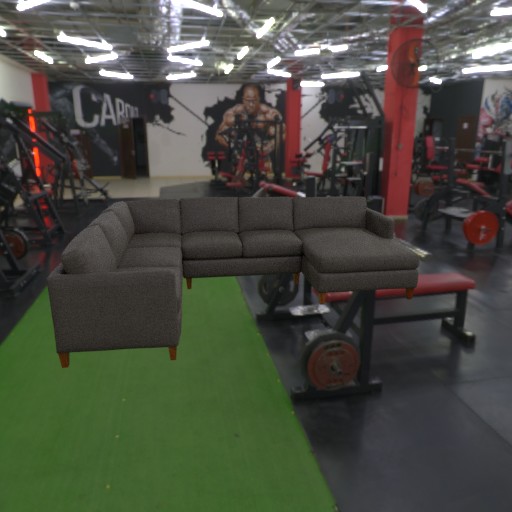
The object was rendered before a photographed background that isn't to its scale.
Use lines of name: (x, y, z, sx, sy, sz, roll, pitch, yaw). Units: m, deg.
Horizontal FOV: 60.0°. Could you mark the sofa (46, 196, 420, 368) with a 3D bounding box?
sofa: (0.000, 0.000, 4.700, 3.460, 0.961, 2.594, -2, 16, -8)
